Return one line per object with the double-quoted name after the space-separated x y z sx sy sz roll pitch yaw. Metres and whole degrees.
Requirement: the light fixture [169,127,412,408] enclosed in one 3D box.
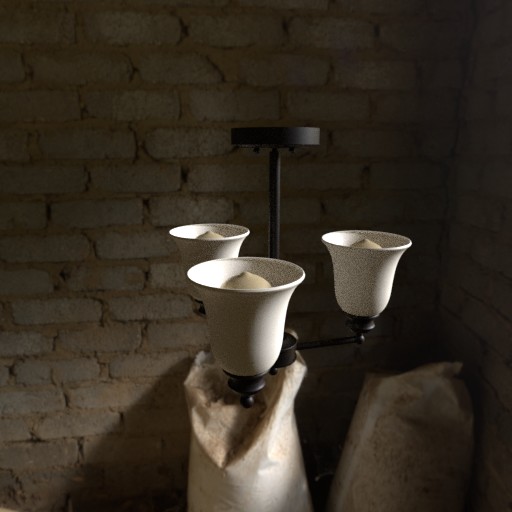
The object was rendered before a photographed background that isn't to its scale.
0.000 0.000 0.673 0.354 0.370 0.388 14 20 43 "light fixture"
